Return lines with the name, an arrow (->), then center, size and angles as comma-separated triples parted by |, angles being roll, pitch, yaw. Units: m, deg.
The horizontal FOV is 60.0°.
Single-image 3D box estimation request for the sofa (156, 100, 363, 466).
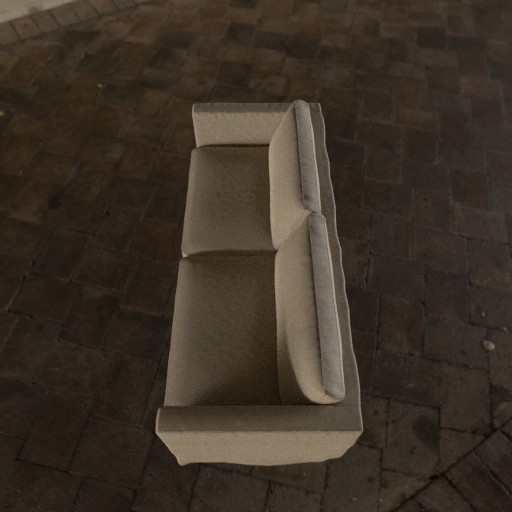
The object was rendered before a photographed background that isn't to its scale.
sofa -> 0.000, 0.000, 2.795 | 0.956, 0.847, 2.296 | 0, 56, 0
